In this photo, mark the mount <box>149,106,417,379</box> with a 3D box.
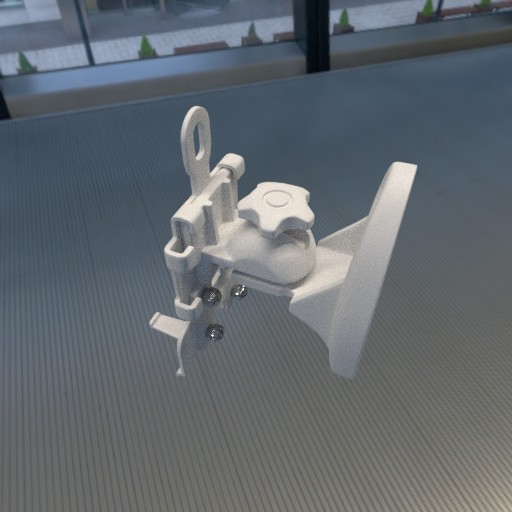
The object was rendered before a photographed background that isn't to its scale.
[{"bbox_3d":[0.000,0.000,0.179,0.100,0.118,0.066,17,47,16],"label":"mount"}]
